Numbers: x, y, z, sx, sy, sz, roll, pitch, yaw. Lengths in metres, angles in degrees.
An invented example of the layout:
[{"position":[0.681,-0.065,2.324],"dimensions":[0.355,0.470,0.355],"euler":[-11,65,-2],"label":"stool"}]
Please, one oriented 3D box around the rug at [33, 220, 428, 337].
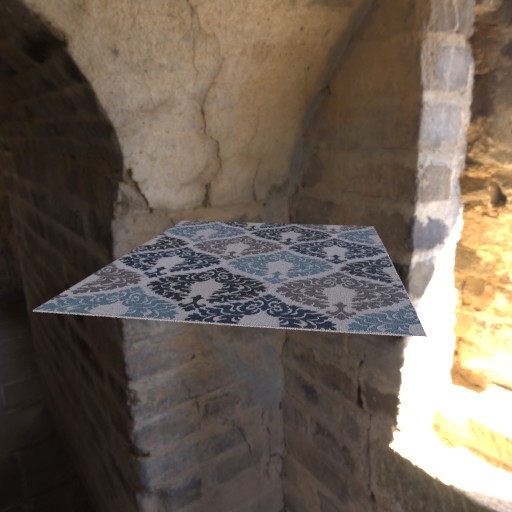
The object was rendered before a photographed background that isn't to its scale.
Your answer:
[{"position":[0.000,0.000,4.084],"dimensions":[2.423,0.014,3.040],"euler":[2,16,8],"label":"rug"}]
